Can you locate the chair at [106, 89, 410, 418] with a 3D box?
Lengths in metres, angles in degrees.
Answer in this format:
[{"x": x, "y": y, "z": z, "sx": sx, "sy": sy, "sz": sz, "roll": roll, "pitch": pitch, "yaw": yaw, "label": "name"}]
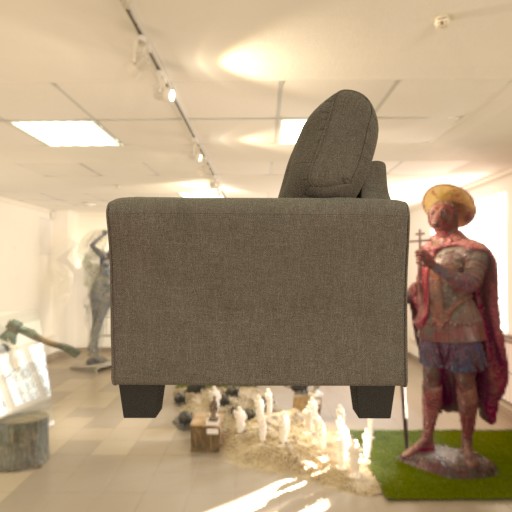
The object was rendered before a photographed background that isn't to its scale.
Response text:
[{"x": 0.000, "y": 0.000, "z": 1.598, "sx": 0.816, "sy": 0.890, "sz": 0.941, "roll": 0, "pitch": -1, "yaw": 0, "label": "chair"}]
